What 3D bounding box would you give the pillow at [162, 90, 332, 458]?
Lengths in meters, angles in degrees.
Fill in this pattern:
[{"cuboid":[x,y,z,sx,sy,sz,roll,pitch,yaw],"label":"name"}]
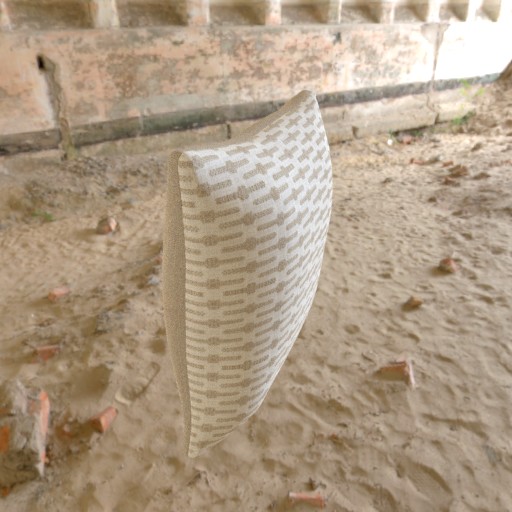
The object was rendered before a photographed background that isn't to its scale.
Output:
[{"cuboid":[0.000,0.000,0.779,0.219,0.491,0.496,11,30,19],"label":"pillow"}]
